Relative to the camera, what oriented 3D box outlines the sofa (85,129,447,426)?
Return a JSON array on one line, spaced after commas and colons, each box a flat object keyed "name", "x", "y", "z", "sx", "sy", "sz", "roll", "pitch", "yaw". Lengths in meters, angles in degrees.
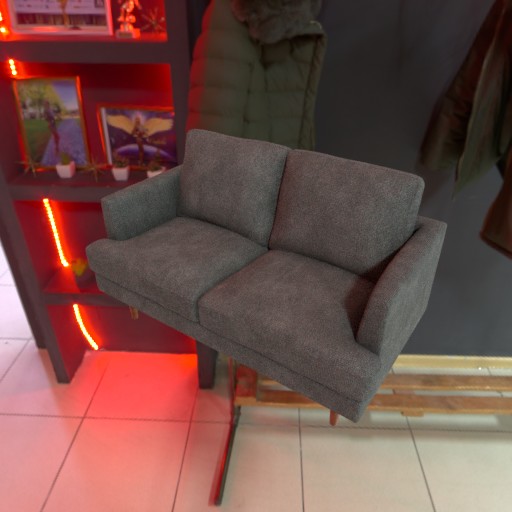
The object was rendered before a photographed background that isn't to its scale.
[{"name": "sofa", "x": 0.000, "y": 0.000, "z": 2.212, "sx": 1.582, "sy": 0.956, "sz": 0.903, "roll": 20, "pitch": 37, "yaw": 29}]
